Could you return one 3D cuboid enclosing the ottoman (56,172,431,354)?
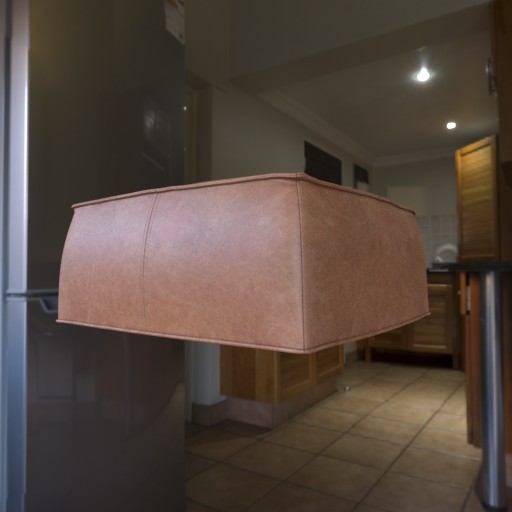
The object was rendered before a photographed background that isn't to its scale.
[{"bbox_3d":[0.000,0.000,1.413,0.901,0.395,0.902,-1,-2,36],"label":"ottoman"}]
